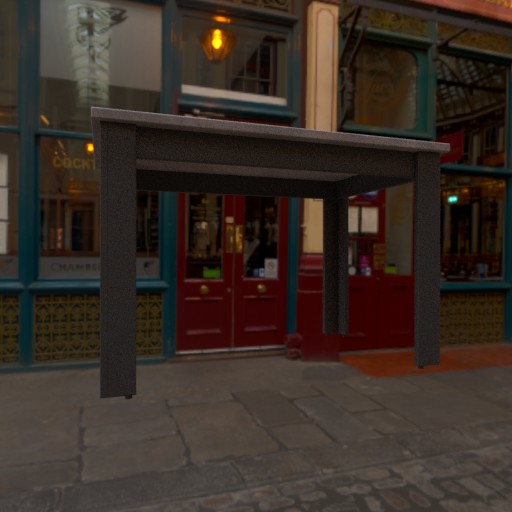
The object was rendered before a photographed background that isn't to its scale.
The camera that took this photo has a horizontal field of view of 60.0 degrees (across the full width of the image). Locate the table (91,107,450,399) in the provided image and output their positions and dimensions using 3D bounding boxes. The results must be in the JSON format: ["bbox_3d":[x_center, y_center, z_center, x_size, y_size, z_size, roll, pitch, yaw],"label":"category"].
[{"bbox_3d":[0.000,0.000,1.598,1.100,0.734,0.700,0,0,-19],"label":"table"}]
